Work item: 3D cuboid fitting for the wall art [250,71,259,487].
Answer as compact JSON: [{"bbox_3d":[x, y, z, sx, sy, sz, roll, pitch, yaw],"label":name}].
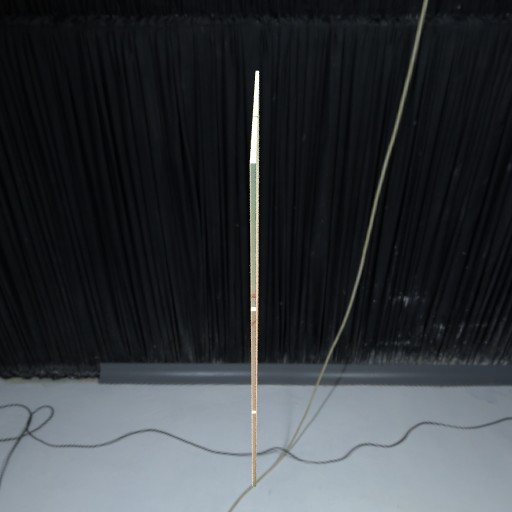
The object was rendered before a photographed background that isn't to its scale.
[{"bbox_3d":[0.000,0.000,1.807,0.013,1.219,1.214,0,31,1],"label":"wall art"}]
